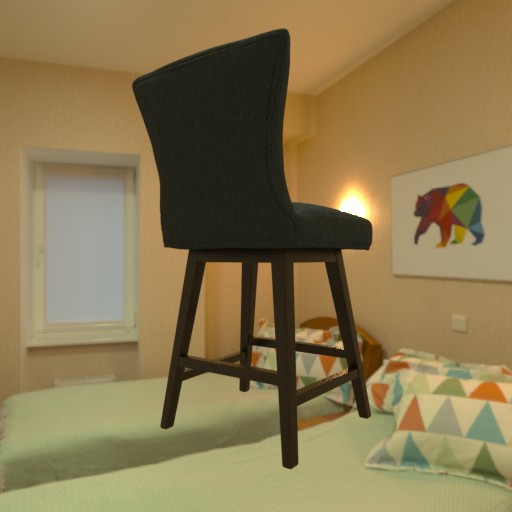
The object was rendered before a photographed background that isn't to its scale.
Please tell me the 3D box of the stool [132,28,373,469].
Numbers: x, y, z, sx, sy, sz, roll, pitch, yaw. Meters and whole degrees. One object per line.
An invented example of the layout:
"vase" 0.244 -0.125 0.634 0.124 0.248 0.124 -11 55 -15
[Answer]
"stool" 0.000 0.000 1.299 0.514 1.000 0.574 0 0 35
